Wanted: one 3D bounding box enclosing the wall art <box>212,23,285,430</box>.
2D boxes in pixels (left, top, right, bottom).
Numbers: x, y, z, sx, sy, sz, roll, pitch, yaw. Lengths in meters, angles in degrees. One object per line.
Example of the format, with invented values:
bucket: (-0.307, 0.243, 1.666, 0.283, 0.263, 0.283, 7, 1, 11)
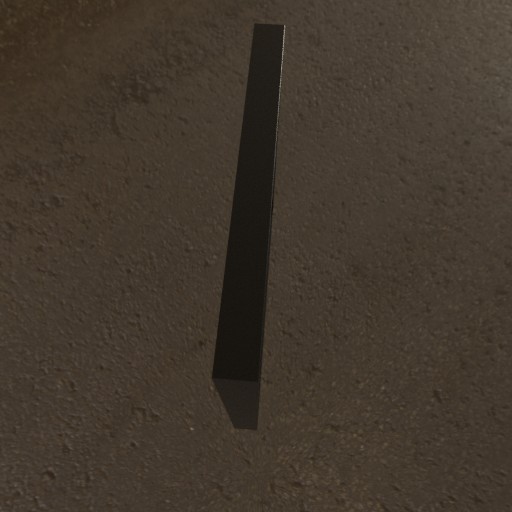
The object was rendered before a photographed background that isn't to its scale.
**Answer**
wall art: (0.000, 0.000, 0.484, 0.029, 0.318, 0.327, 4, 64, 2)
